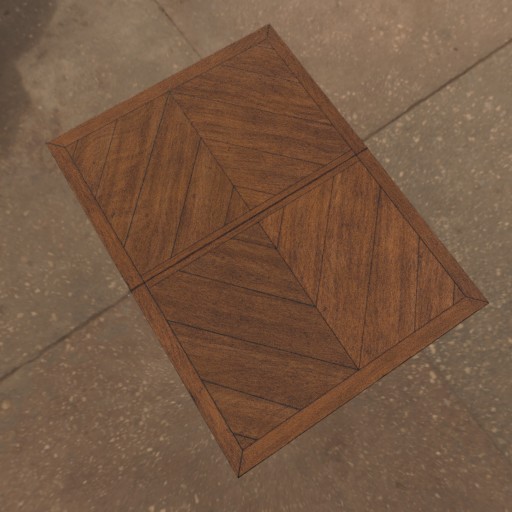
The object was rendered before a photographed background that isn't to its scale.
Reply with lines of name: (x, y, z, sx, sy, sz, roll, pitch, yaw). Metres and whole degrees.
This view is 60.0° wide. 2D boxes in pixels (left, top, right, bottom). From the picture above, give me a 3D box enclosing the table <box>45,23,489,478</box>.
table: (0.000, 0.000, 1.556, 0.757, 0.760, 1.027, -32, 77, -8)
